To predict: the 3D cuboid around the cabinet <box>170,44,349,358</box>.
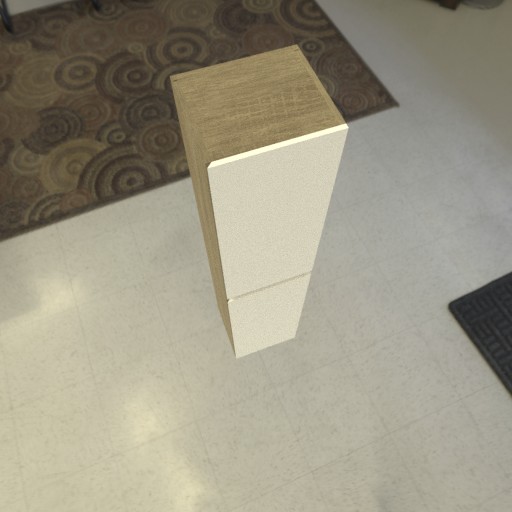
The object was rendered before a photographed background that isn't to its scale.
[{"bbox_3d":[0.000,0.000,1.549,0.300,1.400,0.270,-18,64,-9],"label":"cabinet"}]
